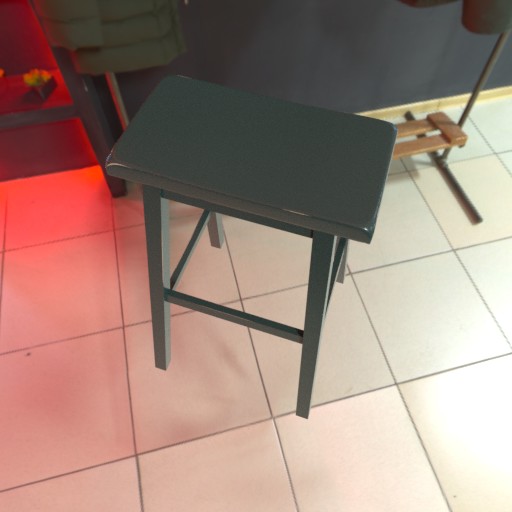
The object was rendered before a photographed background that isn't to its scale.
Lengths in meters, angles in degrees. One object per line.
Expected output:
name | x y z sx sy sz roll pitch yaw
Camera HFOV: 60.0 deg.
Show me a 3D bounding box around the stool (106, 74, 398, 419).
stool | 0.000 0.000 1.055 0.457 0.737 0.476 16 60 10
